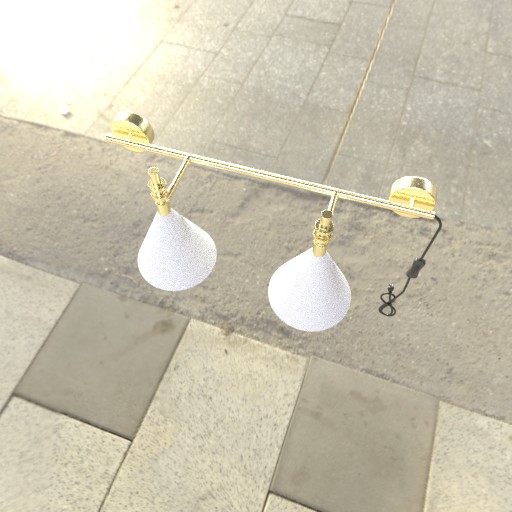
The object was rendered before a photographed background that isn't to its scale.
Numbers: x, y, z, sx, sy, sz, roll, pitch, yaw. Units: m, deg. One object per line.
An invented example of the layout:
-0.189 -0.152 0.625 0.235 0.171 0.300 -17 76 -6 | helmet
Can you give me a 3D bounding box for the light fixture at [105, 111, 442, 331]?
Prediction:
0.000 0.000 0.876 0.642 0.468 0.239 15 59 9 | light fixture
